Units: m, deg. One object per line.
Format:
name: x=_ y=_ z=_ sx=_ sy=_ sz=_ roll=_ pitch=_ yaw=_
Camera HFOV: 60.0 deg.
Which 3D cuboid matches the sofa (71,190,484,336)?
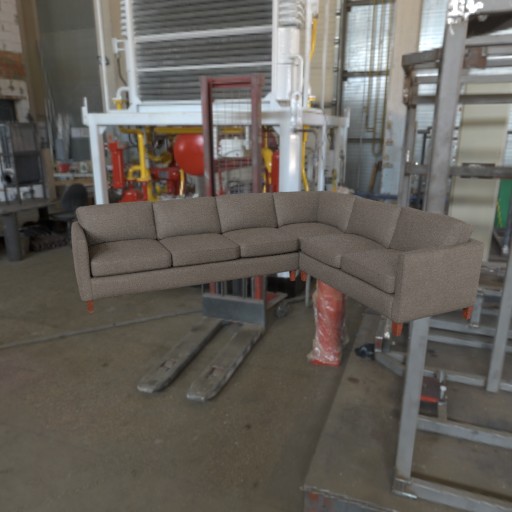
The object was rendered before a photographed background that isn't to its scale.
sofa: x=0.000 y=0.000 z=4.406 sx=3.302 sy=0.947 sz=2.593 roll=-7 pitch=17 yaw=-23
